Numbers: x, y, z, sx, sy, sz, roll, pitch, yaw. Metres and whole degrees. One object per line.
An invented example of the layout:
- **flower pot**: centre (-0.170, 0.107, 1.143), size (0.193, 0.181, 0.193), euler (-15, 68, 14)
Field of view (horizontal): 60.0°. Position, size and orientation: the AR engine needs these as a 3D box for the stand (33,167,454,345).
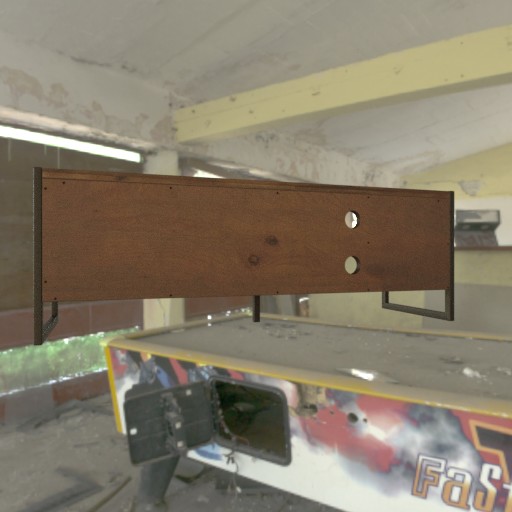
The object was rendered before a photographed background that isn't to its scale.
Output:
- **stand**: centre (0.000, 0.000, 1.703), size (1.480, 0.506, 0.454), euler (0, 0, -19)
